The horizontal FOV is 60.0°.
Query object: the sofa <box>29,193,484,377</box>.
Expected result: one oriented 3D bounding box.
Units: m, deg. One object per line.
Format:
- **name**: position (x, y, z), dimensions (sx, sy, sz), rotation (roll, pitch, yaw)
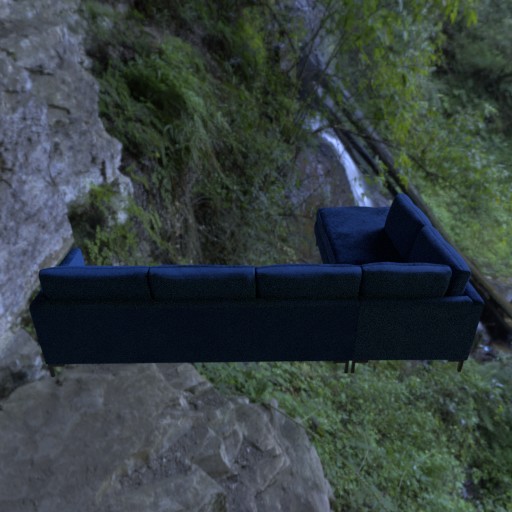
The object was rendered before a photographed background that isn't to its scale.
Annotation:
- **sofa**: position (0.000, 0.000, 3.760), dimensions (2.949, 0.815, 2.007), rotation (0, 29, -1)
